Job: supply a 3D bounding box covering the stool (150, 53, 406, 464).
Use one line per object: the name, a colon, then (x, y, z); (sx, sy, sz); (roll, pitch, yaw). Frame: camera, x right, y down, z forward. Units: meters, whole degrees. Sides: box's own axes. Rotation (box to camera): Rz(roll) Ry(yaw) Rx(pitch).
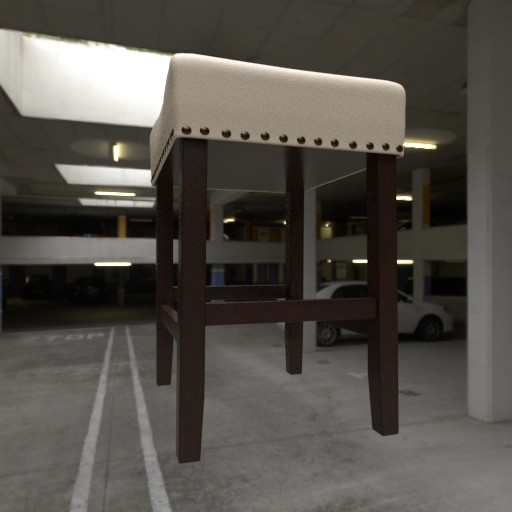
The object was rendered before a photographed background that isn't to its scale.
stool: (0.000, 0.000, 0.915); (0.401, 0.609, 0.471); (0, 0, -17)
